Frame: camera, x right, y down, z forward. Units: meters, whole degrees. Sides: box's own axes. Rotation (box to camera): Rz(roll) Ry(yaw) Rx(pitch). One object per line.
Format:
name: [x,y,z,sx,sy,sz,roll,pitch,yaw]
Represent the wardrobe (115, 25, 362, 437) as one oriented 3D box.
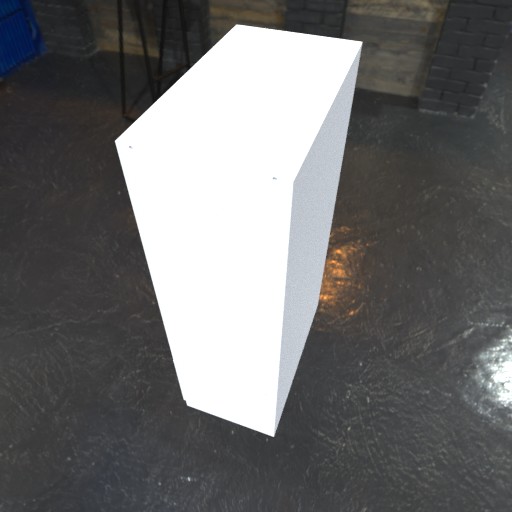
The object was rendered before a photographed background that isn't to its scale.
wardrobe: [0.000,0.000,2.242,0.577,1.808,0.991,15,49,13]
